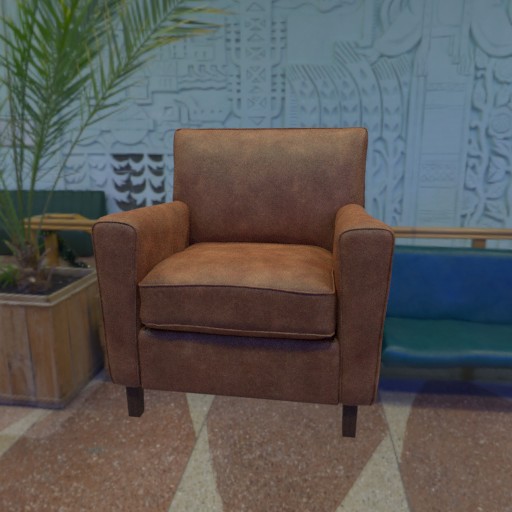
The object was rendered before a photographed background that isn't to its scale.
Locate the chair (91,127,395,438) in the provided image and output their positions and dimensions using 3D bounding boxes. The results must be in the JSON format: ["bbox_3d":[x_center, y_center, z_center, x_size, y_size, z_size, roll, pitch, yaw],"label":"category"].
[{"bbox_3d":[0.000,0.000,1.628,0.870,0.943,0.823,2,13,9],"label":"chair"}]
